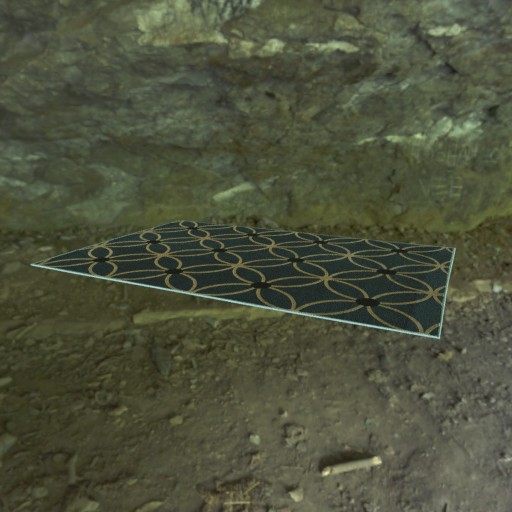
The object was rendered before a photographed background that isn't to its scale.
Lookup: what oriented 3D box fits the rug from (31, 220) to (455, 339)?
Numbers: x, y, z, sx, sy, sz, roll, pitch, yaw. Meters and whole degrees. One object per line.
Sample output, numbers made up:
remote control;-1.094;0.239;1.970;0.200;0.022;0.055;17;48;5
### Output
rug;0.000;0.000;2.832;2.284;0.008;1.522;7;17;25
